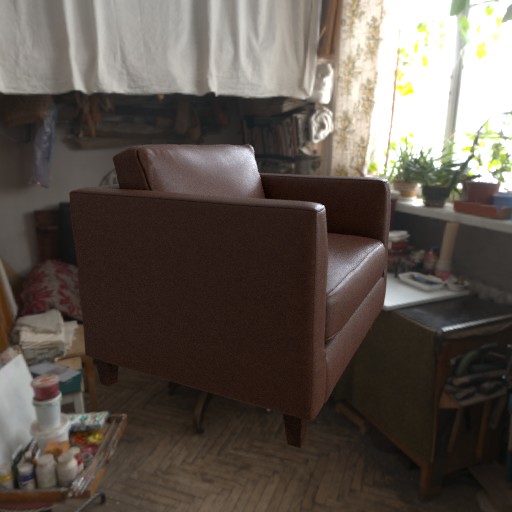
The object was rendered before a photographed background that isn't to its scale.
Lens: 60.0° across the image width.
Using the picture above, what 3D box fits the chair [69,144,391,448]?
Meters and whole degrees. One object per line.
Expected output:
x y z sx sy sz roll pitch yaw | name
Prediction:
0.000 0.000 1.870 0.959 0.917 1.107 7 17 26 | chair
